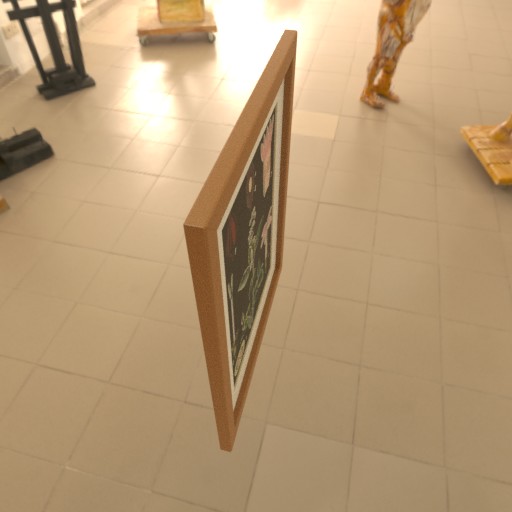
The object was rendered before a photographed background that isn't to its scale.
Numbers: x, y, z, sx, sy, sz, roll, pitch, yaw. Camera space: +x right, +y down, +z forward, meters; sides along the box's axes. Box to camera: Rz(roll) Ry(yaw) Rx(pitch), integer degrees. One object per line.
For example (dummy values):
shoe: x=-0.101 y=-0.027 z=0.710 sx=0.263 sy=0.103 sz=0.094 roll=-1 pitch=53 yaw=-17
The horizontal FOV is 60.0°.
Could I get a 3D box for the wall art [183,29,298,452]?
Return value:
wall art: x=0.000 y=0.000 z=0.505 sx=0.015 sy=0.379 sz=0.310 roll=10 pitch=48 yaw=9
